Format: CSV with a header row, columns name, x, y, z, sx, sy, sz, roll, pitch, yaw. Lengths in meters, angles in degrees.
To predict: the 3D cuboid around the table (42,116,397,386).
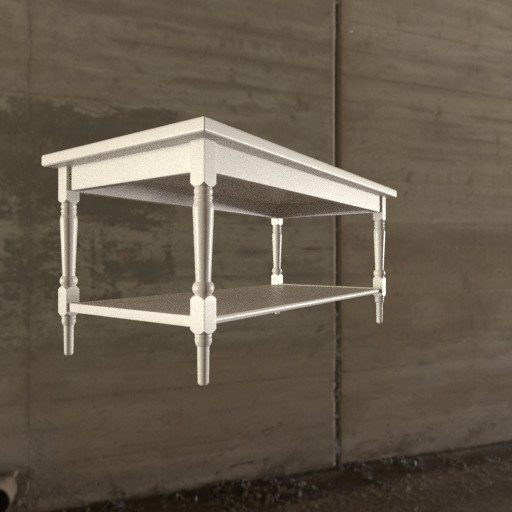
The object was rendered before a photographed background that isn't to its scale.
name,x,y,z,sx,sy,sz,roll,pitch,yaw
table,0.000,0.000,1.416,0.550,0.510,1.107,0,0,35
